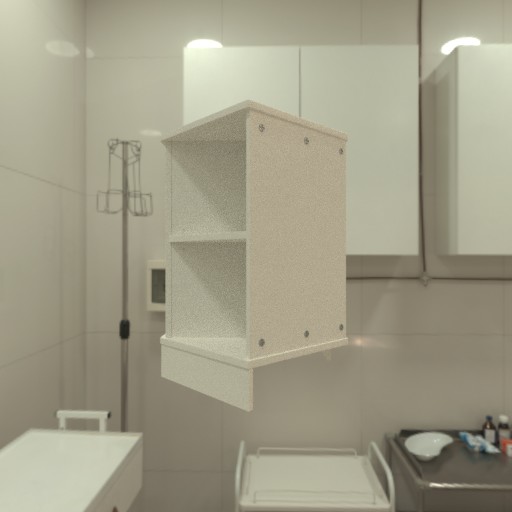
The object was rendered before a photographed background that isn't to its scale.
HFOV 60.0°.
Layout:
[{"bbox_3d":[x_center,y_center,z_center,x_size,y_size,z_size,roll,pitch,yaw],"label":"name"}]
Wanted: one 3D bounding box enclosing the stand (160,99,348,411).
[{"bbox_3d":[0.000,0.000,1.403,0.477,0.614,1.072,0,0,2],"label":"stand"}]
